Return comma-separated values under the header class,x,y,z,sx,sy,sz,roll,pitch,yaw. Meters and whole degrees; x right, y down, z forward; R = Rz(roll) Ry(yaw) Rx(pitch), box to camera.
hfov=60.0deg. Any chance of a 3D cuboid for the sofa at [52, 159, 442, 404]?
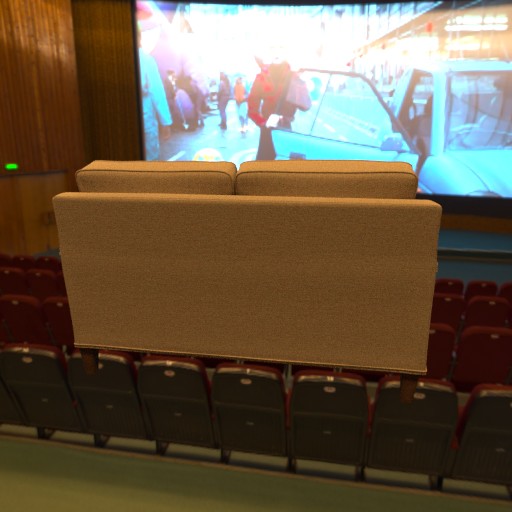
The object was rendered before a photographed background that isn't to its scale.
class,x,y,z,sx,sy,sz,roll,pitch,yaw
sofa,0.000,0.000,2.263,1.597,1.003,1.084,2,15,9
